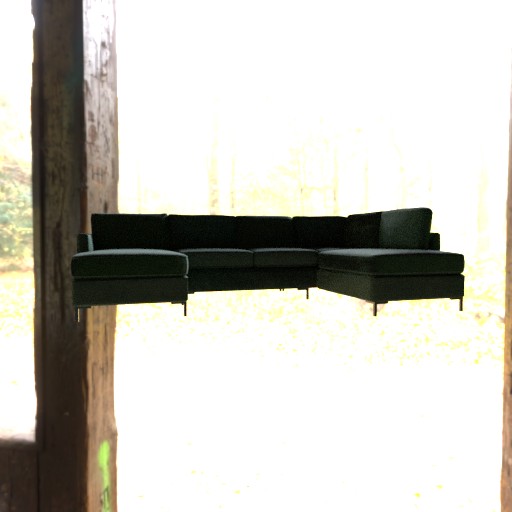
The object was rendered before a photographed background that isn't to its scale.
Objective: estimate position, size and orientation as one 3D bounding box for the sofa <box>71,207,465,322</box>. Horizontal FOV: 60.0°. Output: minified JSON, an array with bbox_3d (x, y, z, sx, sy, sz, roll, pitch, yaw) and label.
[{"bbox_3d":[0.000,0.000,4.516,3.434,0.992,2.055,-1,2,-18],"label":"sofa"}]
